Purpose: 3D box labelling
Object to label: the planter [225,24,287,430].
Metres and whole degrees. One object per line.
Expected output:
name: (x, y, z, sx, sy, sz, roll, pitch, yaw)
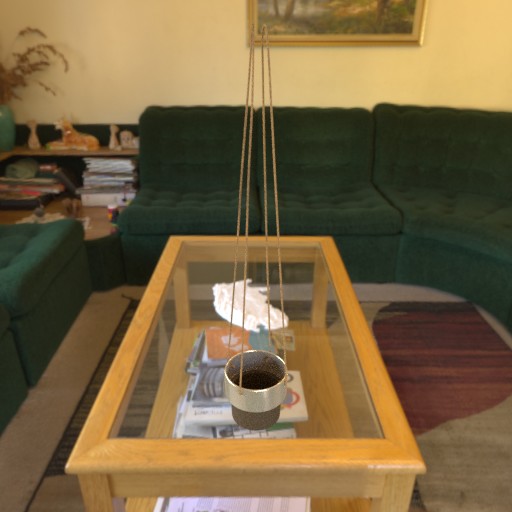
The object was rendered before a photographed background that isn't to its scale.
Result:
planter: (0.000, 0.000, 1.154, 0.187, 1.073, 0.187, -8, 26, -16)
